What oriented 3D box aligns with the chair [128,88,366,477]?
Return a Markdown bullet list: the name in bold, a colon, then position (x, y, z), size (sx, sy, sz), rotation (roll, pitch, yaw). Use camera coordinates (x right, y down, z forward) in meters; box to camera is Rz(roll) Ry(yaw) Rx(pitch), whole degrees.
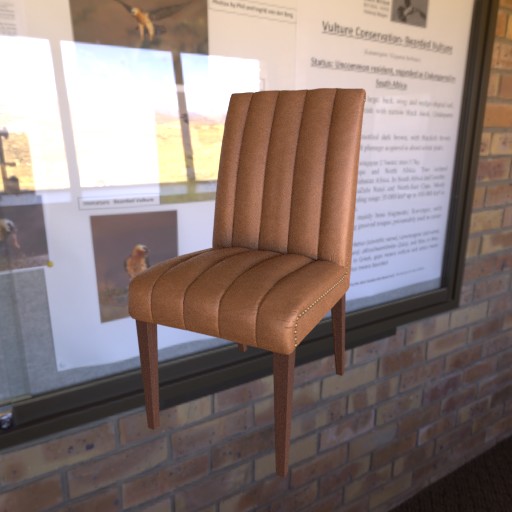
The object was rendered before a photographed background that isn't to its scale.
- **chair**: position (0.000, 0.000, 1.373), size (0.511, 1.016, 0.647), rotation (8, 17, 26)
